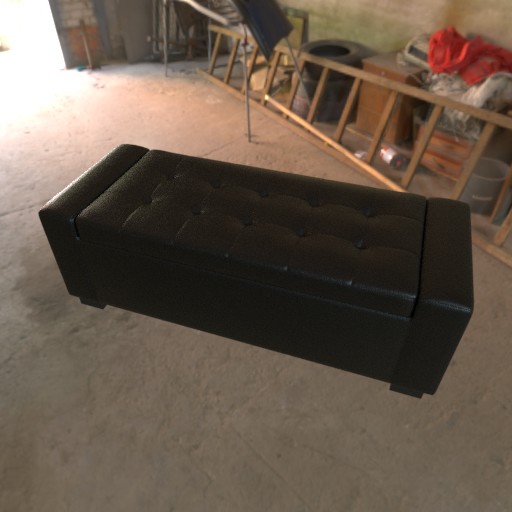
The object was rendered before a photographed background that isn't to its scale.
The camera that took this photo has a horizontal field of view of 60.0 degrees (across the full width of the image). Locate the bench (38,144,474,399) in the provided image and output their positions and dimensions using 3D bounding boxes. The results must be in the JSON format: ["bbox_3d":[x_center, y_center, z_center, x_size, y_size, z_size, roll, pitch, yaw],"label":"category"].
[{"bbox_3d":[0.000,0.000,1.543,1.296,0.445,0.508,13,42,14],"label":"bench"}]
